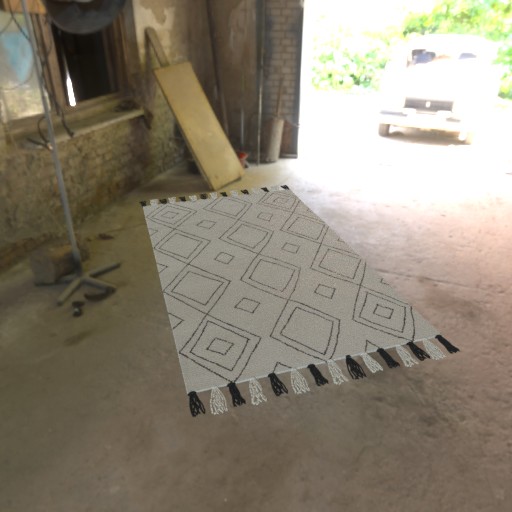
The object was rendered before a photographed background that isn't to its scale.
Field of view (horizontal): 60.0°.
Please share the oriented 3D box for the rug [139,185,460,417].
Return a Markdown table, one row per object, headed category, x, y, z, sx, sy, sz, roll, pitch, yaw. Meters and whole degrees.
| category | x | y | z | sx | sy | sz | roll | pitch | yaw |
| --- | --- | --- | --- | --- | --- | --- | --- | --- | --- |
| rug | 0.000 | 0.000 | 3.380 | 1.524 | 0.021 | 2.755 | -9 | 31 | -15 |
